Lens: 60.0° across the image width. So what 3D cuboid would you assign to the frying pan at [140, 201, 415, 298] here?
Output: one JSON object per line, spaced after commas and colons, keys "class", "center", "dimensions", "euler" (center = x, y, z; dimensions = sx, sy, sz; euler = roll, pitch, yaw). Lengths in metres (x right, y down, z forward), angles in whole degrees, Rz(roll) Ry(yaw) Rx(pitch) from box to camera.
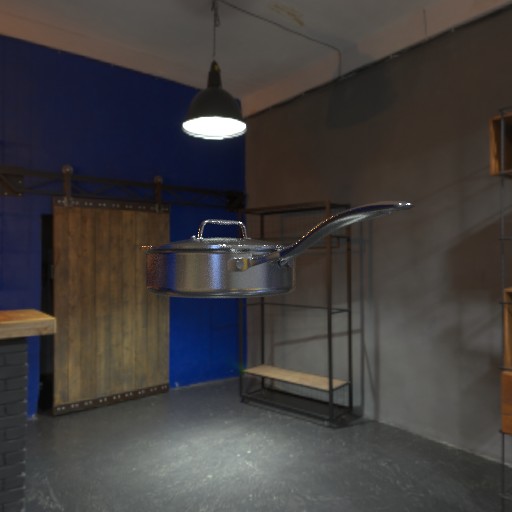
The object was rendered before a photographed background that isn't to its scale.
{"class": "frying pan", "center": [0.000, 0.000, 0.610], "dimensions": [0.245, 0.111, 0.492], "euler": [0, 0, -36]}
